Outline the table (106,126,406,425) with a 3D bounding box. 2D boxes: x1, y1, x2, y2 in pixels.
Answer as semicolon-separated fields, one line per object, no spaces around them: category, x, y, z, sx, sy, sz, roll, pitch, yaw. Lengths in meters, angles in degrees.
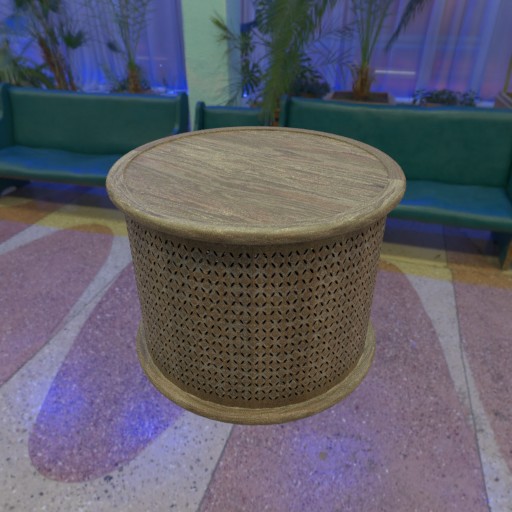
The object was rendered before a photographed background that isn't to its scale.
table;0.000;0.000;1.043;0.607;0.450;0.607;0;31;0
